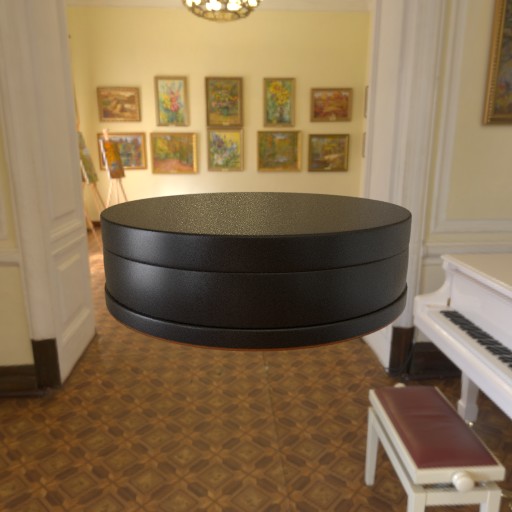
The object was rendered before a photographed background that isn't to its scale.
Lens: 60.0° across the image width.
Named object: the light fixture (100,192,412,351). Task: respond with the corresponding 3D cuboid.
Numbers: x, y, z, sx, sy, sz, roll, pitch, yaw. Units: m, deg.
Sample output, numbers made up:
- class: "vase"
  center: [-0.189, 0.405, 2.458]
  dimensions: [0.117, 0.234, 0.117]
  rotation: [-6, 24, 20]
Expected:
- class: "light fixture"
  center: [0.000, 0.000, 0.432]
  dimensions: [0.283, 0.097, 0.283]
  rotation: [0, 14, 0]
